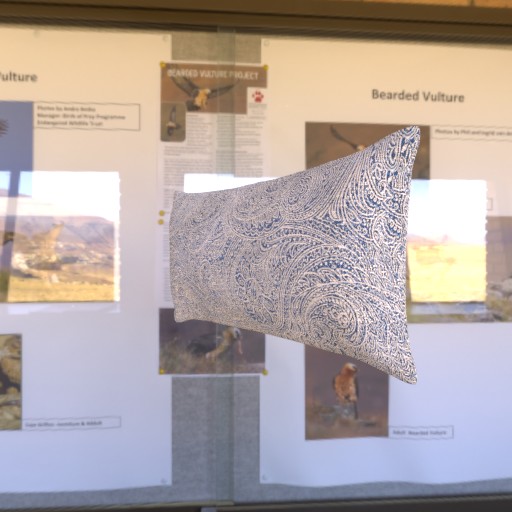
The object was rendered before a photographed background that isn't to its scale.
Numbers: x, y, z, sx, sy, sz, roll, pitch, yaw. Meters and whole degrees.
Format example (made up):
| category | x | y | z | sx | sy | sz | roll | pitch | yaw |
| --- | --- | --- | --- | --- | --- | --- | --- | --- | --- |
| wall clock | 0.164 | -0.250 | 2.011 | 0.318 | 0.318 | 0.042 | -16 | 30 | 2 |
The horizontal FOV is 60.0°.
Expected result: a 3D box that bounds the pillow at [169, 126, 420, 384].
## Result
| category | x | y | z | sx | sy | sz | roll | pitch | yaw |
| --- | --- | --- | --- | --- | --- | --- | --- | --- | --- |
| pillow | 0.000 | 0.000 | 0.744 | 0.151 | 0.295 | 0.615 | 0 | 0 | -36 |
